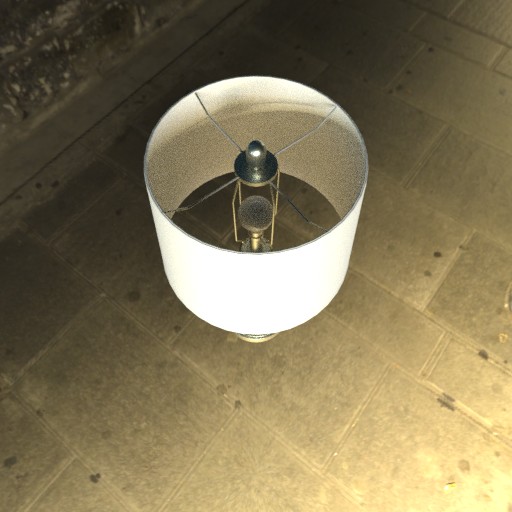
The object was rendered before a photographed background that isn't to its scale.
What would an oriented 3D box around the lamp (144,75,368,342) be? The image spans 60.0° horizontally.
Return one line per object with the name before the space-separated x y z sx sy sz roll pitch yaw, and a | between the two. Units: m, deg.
lamp | 0.000 0.000 0.963 0.383 0.733 0.383 0 64 0
